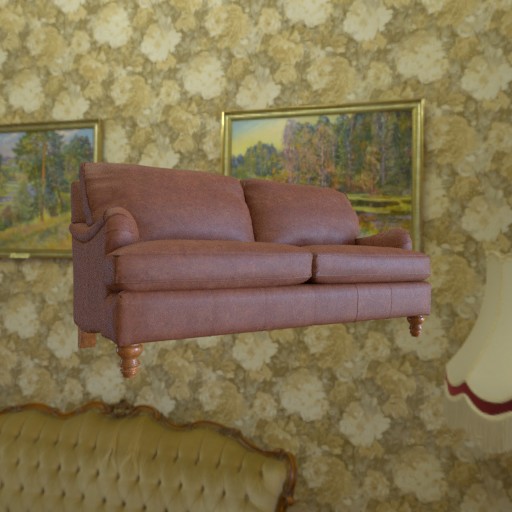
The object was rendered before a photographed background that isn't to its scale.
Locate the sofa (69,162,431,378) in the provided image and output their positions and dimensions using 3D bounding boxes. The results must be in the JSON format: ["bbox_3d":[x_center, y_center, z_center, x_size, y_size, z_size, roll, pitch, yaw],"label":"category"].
[{"bbox_3d":[0.000,0.000,2.843,2.144,1.071,1.147,1,-1,-34],"label":"sofa"}]
